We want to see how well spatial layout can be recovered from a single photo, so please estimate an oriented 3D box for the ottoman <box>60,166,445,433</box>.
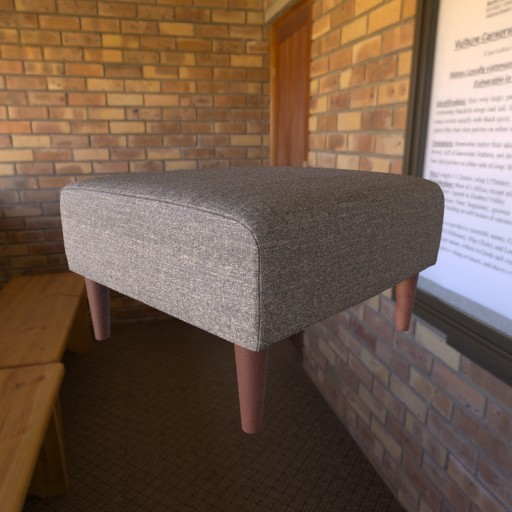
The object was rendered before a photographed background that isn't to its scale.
[{"bbox_3d":[0.000,0.000,1.055,0.648,0.399,0.655,14,20,42],"label":"ottoman"}]
